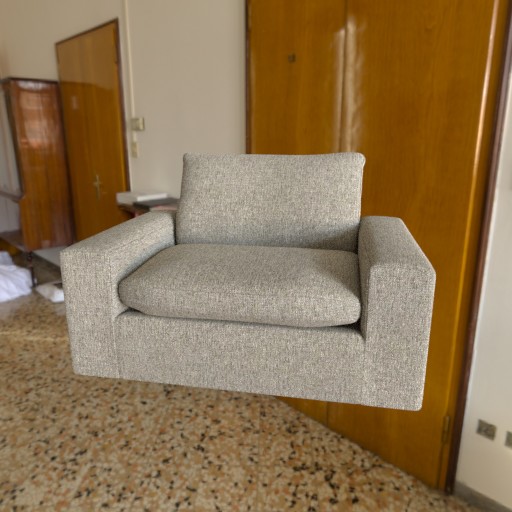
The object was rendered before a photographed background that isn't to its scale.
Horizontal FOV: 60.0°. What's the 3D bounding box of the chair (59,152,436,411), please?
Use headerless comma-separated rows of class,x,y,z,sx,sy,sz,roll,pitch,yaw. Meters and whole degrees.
chair,0.000,0.000,2.046,1.398,0.915,1.039,3,15,11
